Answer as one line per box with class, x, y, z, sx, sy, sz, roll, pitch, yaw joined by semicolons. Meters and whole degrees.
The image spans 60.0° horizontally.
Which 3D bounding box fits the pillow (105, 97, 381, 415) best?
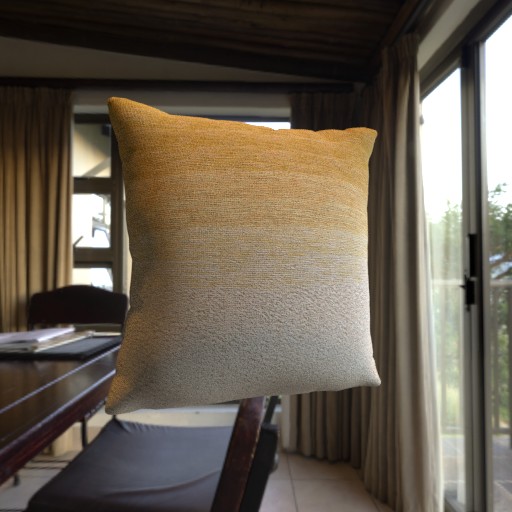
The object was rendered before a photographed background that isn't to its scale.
pillow;0.000;0.000;0.700;0.450;0.450;0.211;1;-2;-19
